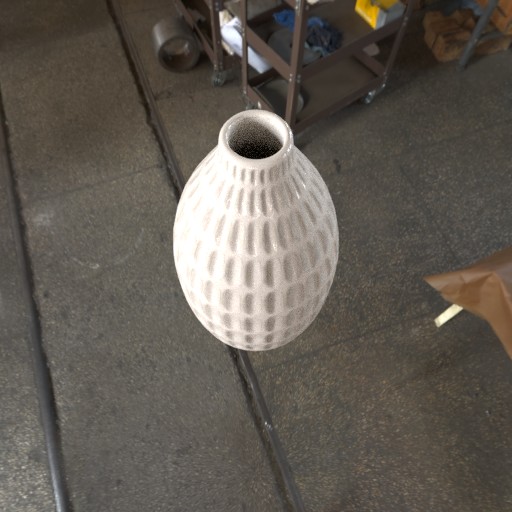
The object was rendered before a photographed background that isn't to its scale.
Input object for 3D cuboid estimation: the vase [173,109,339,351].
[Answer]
[{"bbox_3d":[0.000,0.000,0.354,0.127,0.282,0.127,0,64,0],"label":"vase"}]
